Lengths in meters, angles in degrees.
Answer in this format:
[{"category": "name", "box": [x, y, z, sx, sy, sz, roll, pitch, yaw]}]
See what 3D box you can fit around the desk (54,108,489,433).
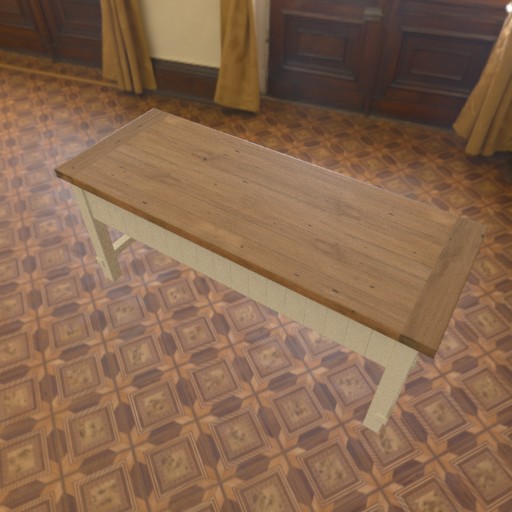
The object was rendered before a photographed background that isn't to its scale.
[{"category": "desk", "box": [0.000, 0.000, 2.209, 1.803, 0.762, 0.688, 25, 51, 22]}]
